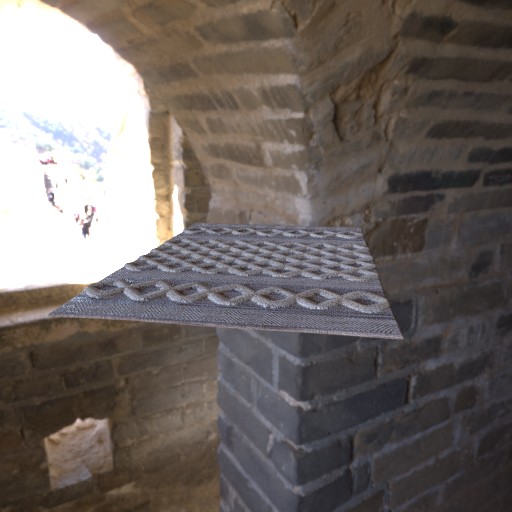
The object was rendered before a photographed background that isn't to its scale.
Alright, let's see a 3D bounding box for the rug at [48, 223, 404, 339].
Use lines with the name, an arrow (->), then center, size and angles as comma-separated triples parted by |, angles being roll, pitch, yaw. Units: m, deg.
rug -> 0.000, 0.000, 2.342 | 1.222, 0.030, 1.823 | 2, 15, 9
